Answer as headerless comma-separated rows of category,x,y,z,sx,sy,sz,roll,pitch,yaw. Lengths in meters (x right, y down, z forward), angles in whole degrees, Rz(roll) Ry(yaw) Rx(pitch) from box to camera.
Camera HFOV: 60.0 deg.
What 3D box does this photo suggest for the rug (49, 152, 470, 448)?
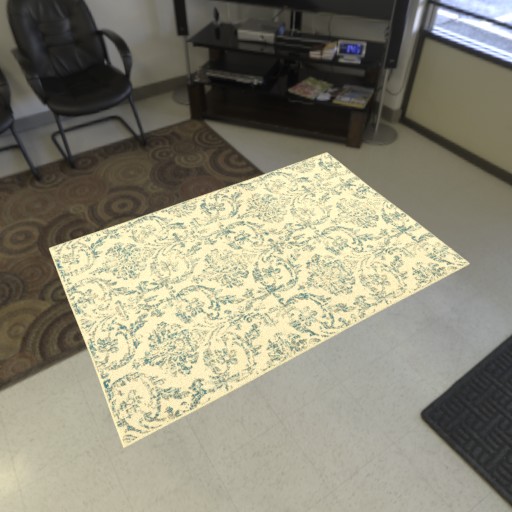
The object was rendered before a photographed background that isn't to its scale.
rug,0.000,0.000,3.460,2.746,0.018,1.819,-23,50,-21
